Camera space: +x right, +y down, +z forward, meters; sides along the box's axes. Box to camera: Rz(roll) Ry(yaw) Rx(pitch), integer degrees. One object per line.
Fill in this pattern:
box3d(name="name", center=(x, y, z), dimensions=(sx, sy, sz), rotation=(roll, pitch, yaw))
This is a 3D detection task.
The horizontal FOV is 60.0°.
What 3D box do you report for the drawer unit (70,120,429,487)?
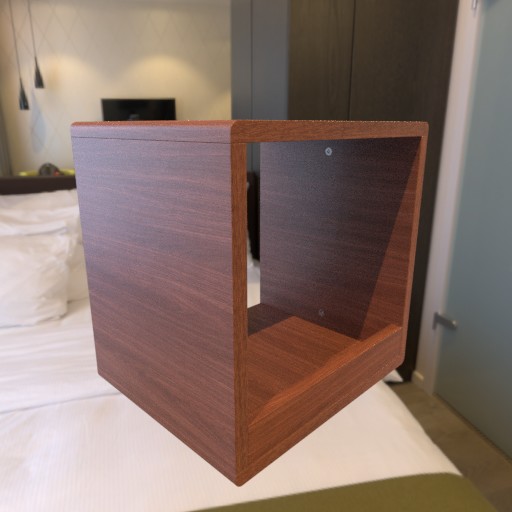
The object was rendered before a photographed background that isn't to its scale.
box3d(name="drawer unit", center=(0.000, 0.000, 0.606), dimensions=(0.290, 0.351, 0.349), rotation=(16, 23, 42))
